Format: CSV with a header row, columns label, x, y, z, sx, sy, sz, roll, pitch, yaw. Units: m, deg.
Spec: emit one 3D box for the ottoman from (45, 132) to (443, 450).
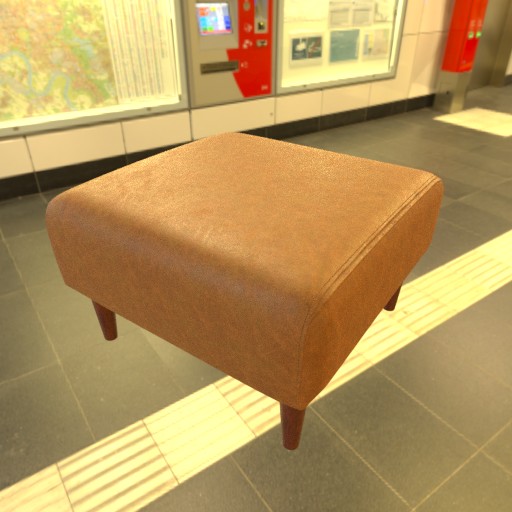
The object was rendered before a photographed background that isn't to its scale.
label,x,y,z,sx,sy,sz,roll,pitch,yaw
ottoman,0.000,0.000,1.041,0.650,0.399,0.650,20,37,29
